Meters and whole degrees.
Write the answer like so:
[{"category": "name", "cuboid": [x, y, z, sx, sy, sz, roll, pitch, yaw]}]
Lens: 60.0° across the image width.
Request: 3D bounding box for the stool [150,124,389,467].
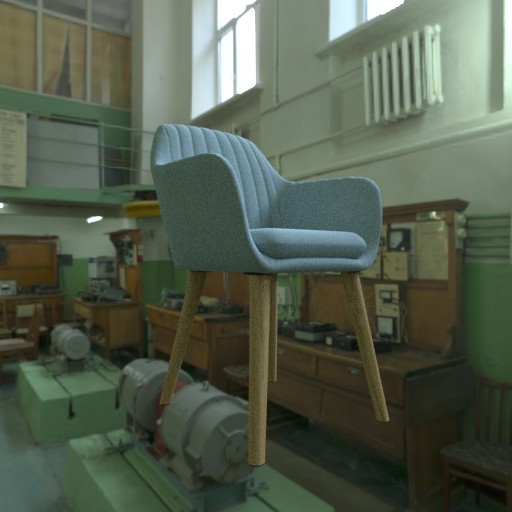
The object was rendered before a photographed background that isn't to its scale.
[{"category": "stool", "cuboid": [0.000, 0.000, 1.230, 0.503, 0.830, 0.590, 0, 0, -36]}]
